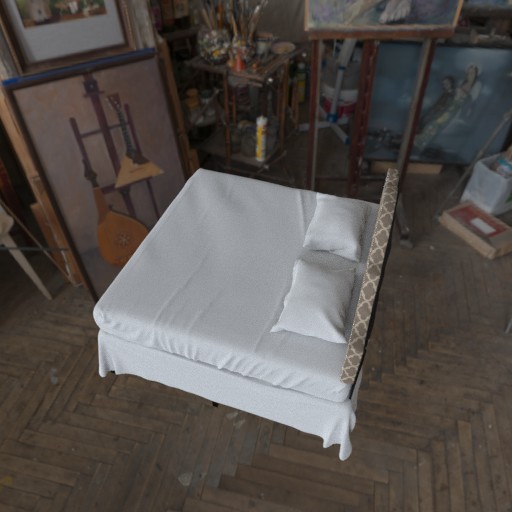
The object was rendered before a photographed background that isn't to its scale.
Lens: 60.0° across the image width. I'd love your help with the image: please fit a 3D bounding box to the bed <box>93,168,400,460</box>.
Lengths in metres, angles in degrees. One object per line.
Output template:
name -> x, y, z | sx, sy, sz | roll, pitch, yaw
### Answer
bed -> 0.000, 0.000, 3.741 | 2.222, 1.601, 2.314 | 14, 47, 13
